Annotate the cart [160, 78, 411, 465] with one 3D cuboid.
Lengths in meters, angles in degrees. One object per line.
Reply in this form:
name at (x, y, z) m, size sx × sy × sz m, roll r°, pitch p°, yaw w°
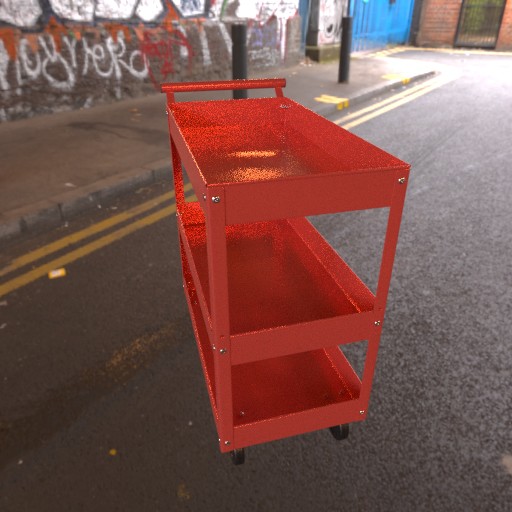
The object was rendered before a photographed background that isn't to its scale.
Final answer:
cart at (0.000, 0.000, 1.174) m, size 0.366 × 0.780 × 0.719 m, roll -8°, pitch 30°, yaw -13°
